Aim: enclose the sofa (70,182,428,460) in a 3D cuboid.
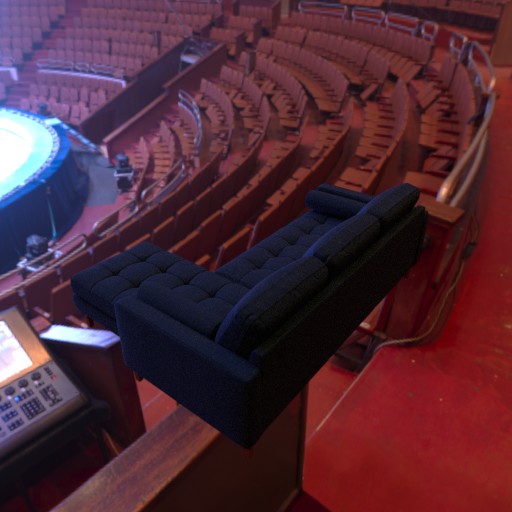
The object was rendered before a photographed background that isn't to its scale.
[{"bbox_3d":[0.000,0.000,3.085,1.613,0.841,2.185,22,37,32],"label":"sofa"}]
